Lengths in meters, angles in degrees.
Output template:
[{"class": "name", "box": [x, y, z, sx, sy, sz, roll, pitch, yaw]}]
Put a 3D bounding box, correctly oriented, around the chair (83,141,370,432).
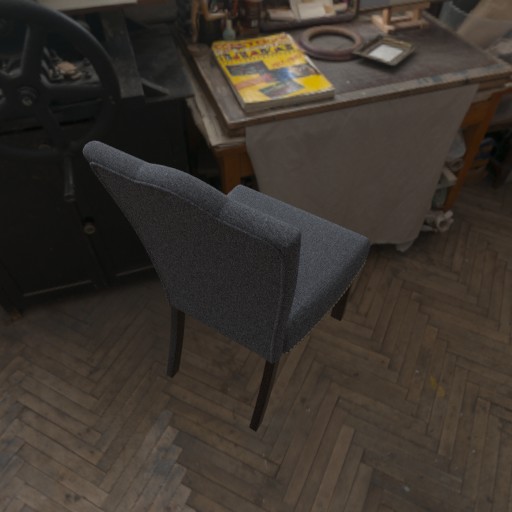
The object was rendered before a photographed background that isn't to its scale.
[{"class": "chair", "box": [0.000, 0.000, 1.299, 0.518, 0.946, 0.589, 26, 54, 20]}]
